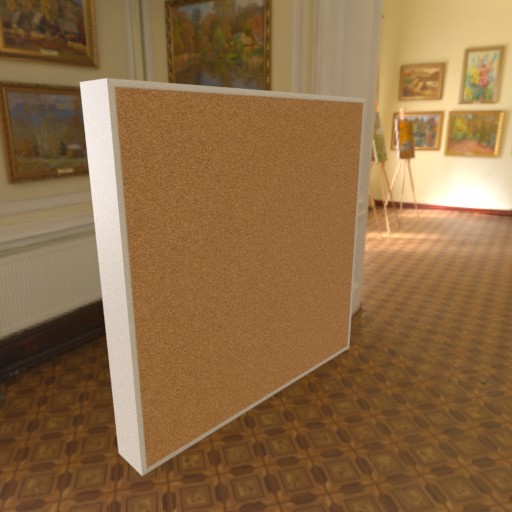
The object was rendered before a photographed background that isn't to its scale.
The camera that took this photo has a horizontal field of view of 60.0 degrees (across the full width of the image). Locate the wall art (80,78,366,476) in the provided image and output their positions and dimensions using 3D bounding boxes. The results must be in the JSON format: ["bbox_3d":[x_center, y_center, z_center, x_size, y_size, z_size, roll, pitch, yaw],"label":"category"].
[{"bbox_3d":[0.000,0.000,0.438,0.038,0.304,0.305,15,22,42],"label":"wall art"}]
